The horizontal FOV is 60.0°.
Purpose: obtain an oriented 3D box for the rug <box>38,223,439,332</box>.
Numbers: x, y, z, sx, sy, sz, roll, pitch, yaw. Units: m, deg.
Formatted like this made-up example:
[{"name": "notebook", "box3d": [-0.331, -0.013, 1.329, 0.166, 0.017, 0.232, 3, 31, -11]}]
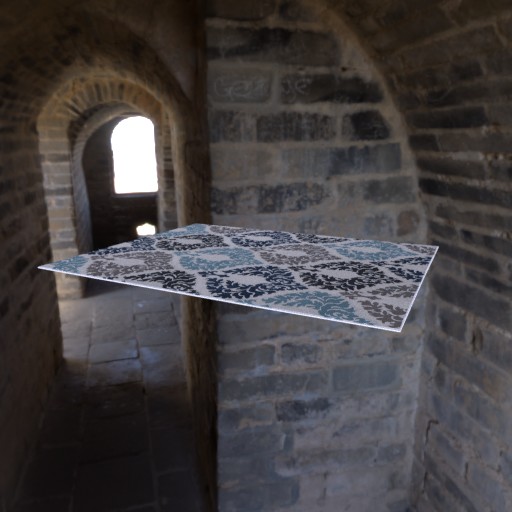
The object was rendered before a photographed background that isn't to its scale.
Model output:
[{"name": "rug", "box3d": [0.000, 0.000, 4.224, 3.040, 0.014, 2.423, 7, 16, 26]}]
